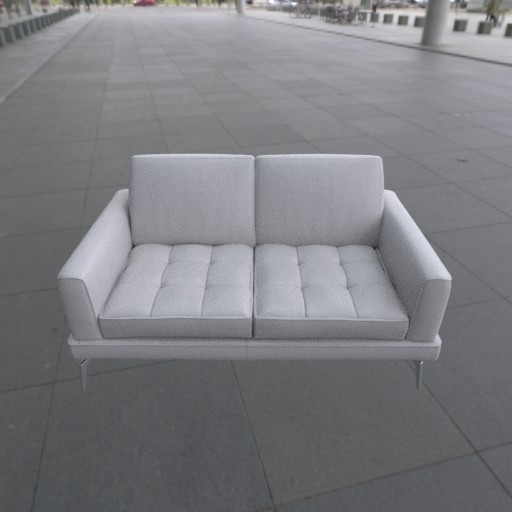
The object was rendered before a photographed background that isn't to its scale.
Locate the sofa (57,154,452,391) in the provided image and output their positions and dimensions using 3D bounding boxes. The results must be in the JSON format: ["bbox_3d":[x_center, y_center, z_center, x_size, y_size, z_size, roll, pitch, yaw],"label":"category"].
[{"bbox_3d":[0.000,0.000,2.468,1.819,0.930,1.121,0,30,0],"label":"sofa"}]
